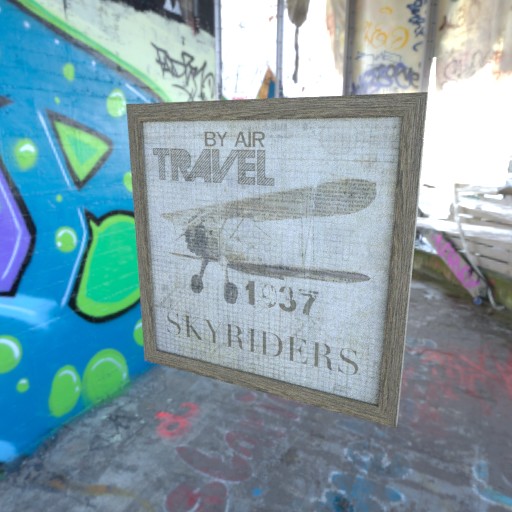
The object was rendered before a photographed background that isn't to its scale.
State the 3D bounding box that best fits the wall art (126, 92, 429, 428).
[{"bbox_3d":[0.000,0.000,0.760,0.508,0.508,0.019,7,17,25],"label":"wall art"}]
